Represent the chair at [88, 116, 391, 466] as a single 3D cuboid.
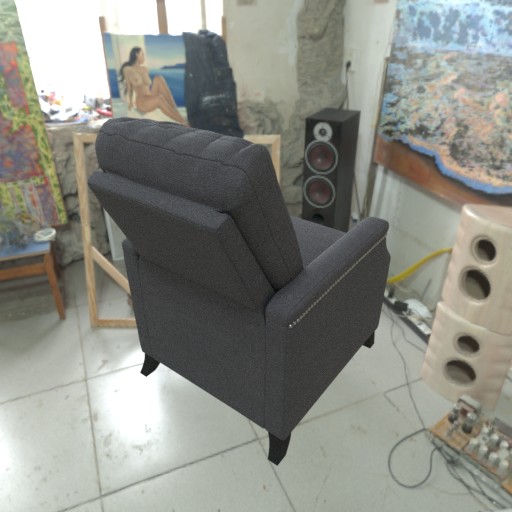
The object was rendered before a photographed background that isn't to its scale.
[{"bbox_3d":[0.000,0.000,1.600,0.710,1.049,0.922,21,36,32],"label":"chair"}]
